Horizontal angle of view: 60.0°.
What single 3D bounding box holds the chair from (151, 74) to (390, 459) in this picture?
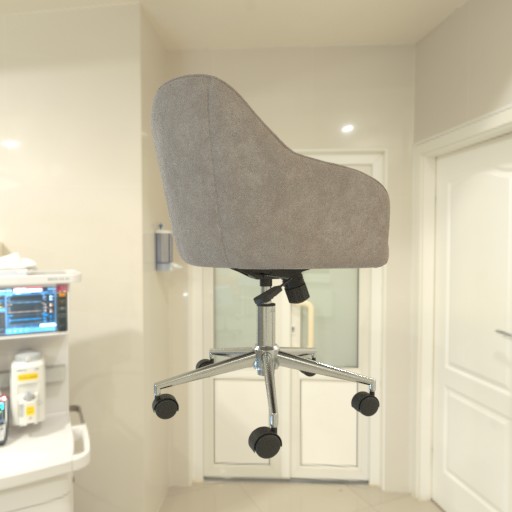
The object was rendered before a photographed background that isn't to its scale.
[{"bbox_3d":[0.000,0.000,1.237,0.573,0.831,0.635,-1,2,-18],"label":"chair"}]
